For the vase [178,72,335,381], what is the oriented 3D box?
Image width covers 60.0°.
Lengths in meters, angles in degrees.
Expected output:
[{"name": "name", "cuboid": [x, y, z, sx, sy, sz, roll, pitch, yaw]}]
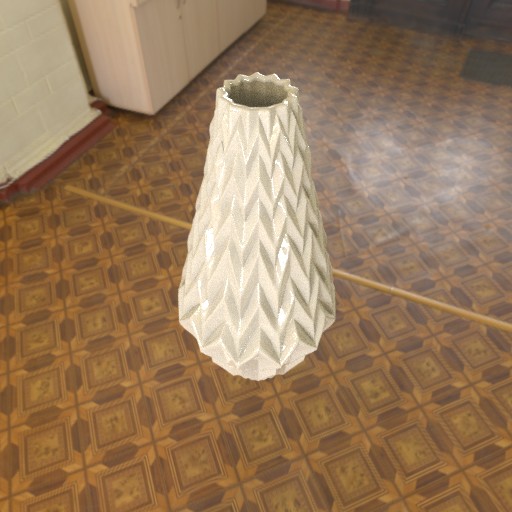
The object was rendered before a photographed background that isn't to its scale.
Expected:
[{"name": "vase", "cuboid": [0.000, 0.000, 0.418, 0.167, 0.328, 0.167, 0, 47, 0]}]
